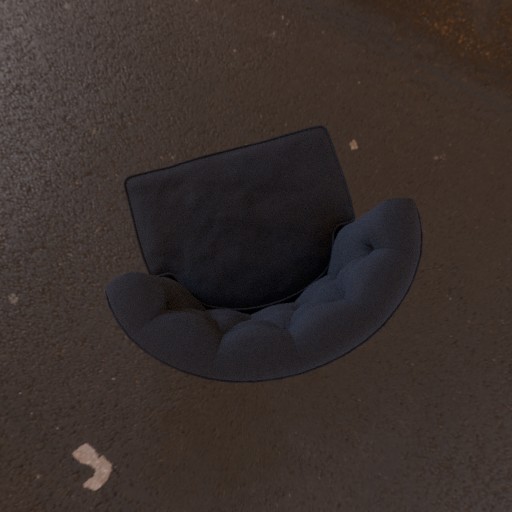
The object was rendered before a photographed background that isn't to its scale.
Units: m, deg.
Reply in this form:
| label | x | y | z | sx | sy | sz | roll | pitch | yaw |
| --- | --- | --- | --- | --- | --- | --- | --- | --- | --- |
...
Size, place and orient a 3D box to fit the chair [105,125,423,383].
| label | x | y | z | sx | sy | sz | roll | pitch | yaw |
| --- | --- | --- | --- | --- | --- | --- | --- | --- | --- |
| chair | 0.000 | 0.000 | 1.366 | 0.740 | 0.771 | 0.718 | -16 | 77 | -4 |
